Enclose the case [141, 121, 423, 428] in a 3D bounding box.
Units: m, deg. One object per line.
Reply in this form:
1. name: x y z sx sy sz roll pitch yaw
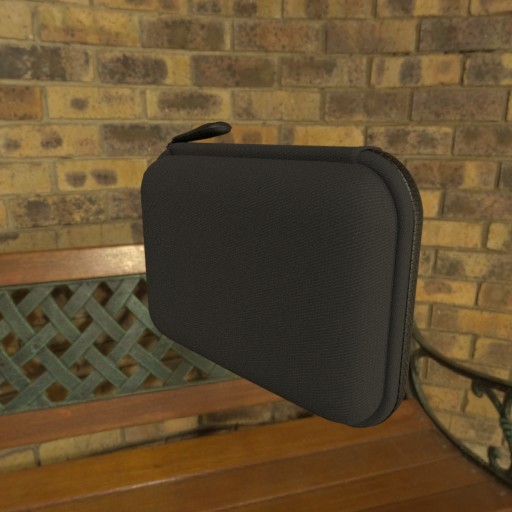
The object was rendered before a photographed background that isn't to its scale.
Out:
1. case: 0.000 0.000 0.179 0.132 0.105 0.038 14 20 42
